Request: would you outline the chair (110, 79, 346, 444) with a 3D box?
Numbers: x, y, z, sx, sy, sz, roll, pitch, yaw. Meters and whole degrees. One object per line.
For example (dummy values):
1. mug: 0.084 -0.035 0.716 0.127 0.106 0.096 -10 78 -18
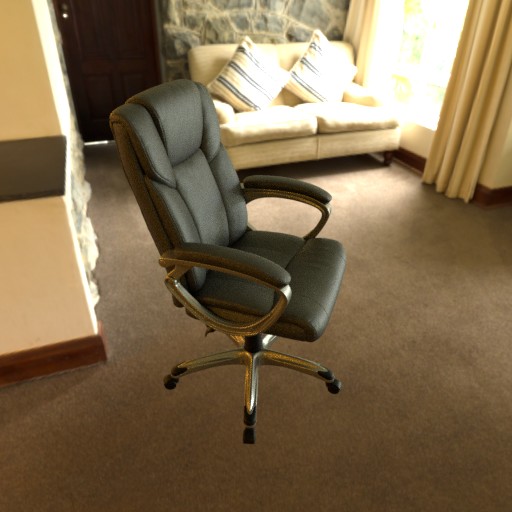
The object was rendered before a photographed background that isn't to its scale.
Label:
1. chair: 0.000 0.000 1.586 0.719 1.130 0.721 11 33 18
